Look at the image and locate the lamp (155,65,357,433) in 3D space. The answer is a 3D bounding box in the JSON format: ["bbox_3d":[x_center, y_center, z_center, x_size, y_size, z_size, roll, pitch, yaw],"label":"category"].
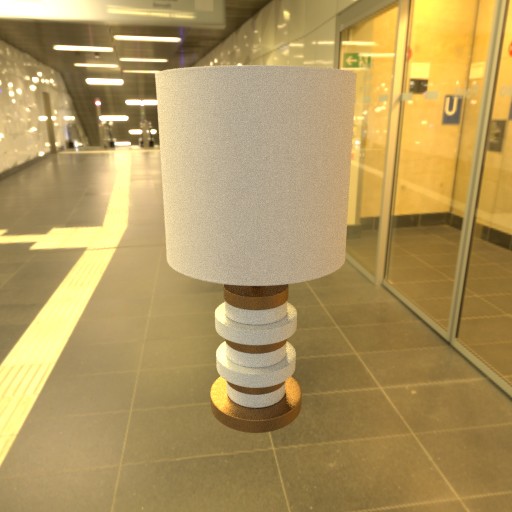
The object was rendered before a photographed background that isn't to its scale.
[{"bbox_3d":[0.000,0.000,0.531,0.210,0.410,0.210,-9,20,-26],"label":"lamp"}]
